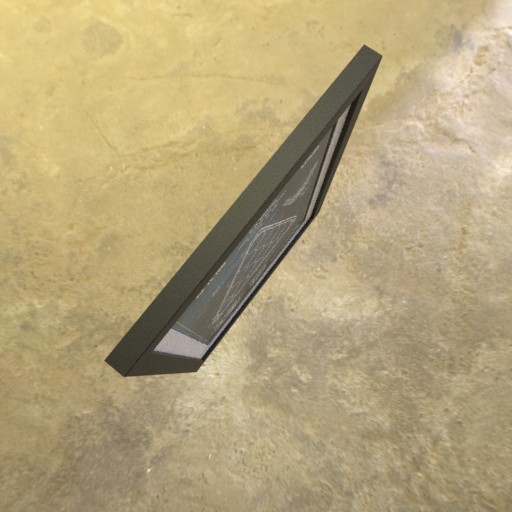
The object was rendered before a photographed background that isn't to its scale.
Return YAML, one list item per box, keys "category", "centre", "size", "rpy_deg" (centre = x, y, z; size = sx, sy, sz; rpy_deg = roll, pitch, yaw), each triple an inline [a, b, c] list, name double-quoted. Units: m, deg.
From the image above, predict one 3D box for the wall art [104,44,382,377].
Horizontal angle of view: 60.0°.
- category: "wall art"
  centre: [0.000, 0.000, 0.697]
  size: [0.025, 0.508, 0.432]
  rpy_deg: [36, 79, 9]
